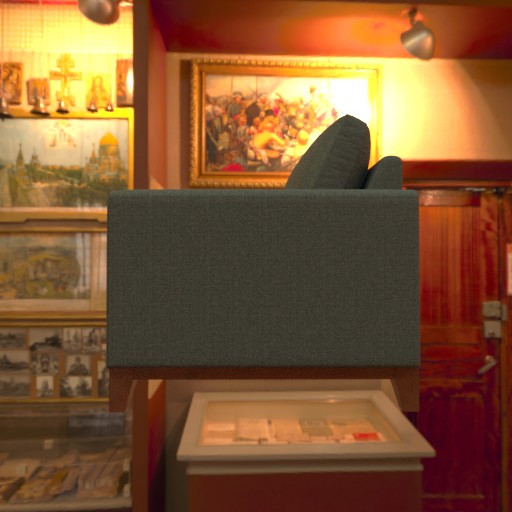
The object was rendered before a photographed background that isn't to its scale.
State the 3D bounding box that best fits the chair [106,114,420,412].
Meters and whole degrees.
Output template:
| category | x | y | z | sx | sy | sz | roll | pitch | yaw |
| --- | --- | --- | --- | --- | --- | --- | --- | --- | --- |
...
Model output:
| category | x | y | z | sx | sy | sz | roll | pitch | yaw |
| --- | --- | --- | --- | --- | --- | --- | --- | --- | --- |
| chair | 0.000 | 0.000 | 1.907 | 1.038 | 1.010 | 1.024 | 0 | -1 | 0 |
